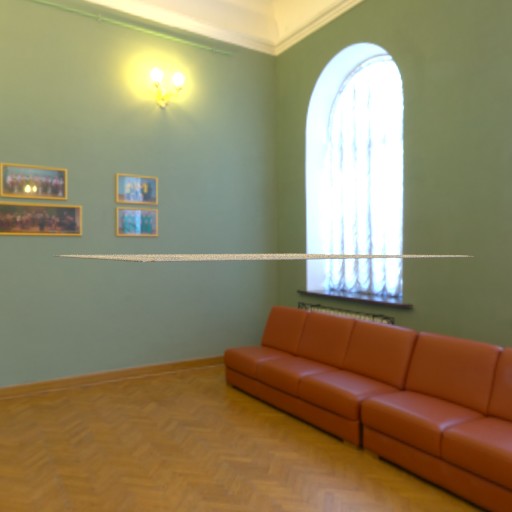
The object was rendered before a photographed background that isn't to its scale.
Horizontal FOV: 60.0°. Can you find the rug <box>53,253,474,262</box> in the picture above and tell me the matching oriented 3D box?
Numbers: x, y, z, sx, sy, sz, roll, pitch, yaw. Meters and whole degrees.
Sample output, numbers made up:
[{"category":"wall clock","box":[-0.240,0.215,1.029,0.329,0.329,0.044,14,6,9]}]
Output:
[{"category":"rug","box":[0.000,0.000,3.900,2.940,0.013,2.312,-1,1,-34]}]
